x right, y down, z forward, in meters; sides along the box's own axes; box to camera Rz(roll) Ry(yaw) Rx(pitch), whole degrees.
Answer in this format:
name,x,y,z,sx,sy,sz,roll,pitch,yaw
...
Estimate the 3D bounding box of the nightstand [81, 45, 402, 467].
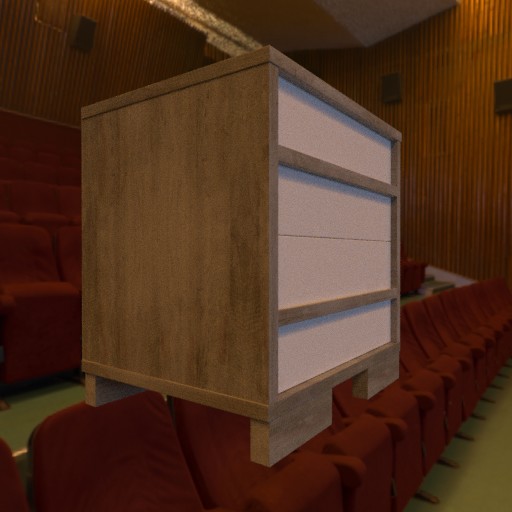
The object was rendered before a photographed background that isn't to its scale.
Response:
name,x,y,z,sx,sy,sz,roll,pitch,yaw
nightstand,0.000,0.000,0.741,0.347,0.448,0.427,0,1,36
